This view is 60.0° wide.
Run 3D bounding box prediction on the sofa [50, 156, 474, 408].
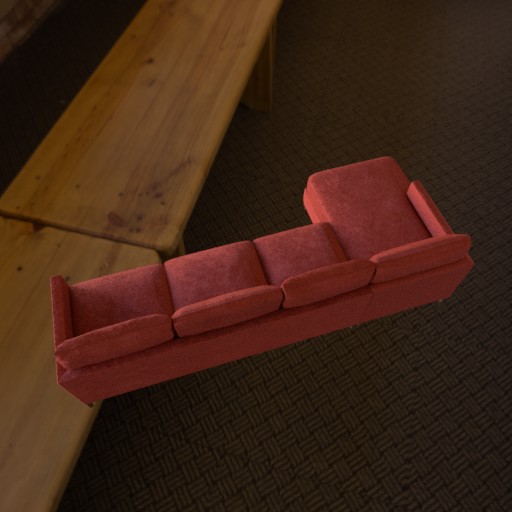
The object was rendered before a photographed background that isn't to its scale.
[{"bbox_3d":[0.000,0.000,3.961,3.400,0.967,1.500,-15,59,-9],"label":"sofa"}]
